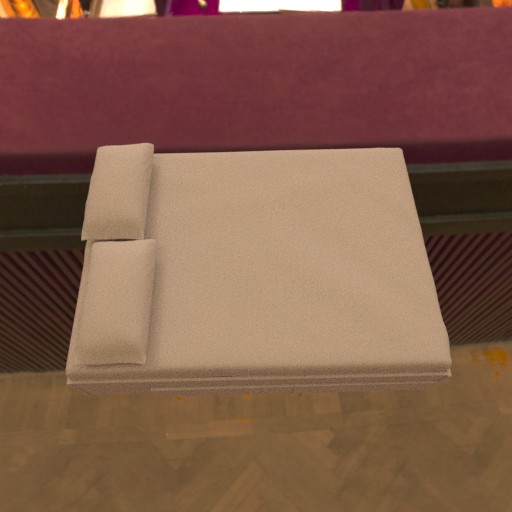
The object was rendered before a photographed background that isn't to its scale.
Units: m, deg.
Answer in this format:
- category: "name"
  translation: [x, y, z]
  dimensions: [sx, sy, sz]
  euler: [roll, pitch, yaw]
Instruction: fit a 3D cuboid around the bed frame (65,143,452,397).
- category: "bed frame"
  translation: [0.000, 0.000, 2.583]
  dimensions: [1.950, 0.629, 1.450]
  euler: [-1, 62, -1]
